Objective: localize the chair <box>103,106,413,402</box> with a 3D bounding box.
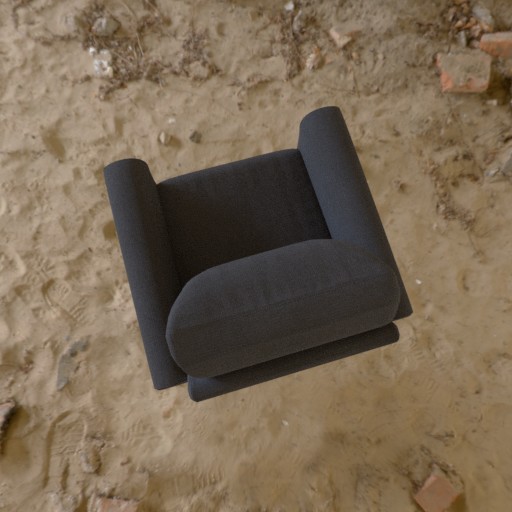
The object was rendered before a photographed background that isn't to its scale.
[{"bbox_3d":[0.000,0.000,1.577,0.867,0.942,0.828,-16,76,-4],"label":"chair"}]
